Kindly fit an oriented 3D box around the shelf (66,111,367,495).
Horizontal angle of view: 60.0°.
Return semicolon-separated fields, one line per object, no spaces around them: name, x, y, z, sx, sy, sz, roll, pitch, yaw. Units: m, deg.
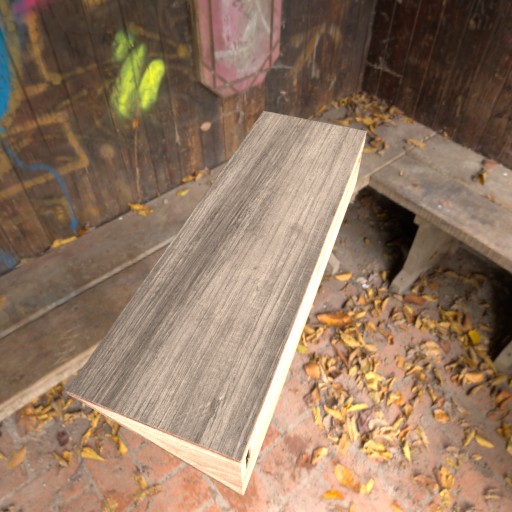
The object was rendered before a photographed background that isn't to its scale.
shelf;0.000;0.000;0.683;0.200;0.125;0.610;16;50;14
